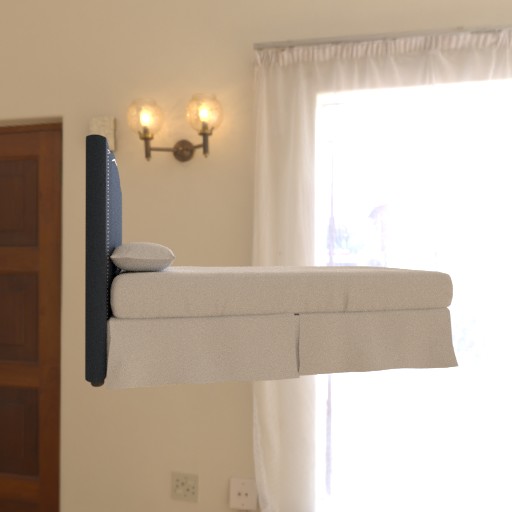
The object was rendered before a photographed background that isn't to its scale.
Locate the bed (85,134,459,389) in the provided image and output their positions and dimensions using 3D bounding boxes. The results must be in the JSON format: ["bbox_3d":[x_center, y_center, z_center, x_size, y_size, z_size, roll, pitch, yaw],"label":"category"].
[{"bbox_3d":[0.000,0.000,3.419,2.282,1.436,1.821,0,0,-15],"label":"bed"}]
